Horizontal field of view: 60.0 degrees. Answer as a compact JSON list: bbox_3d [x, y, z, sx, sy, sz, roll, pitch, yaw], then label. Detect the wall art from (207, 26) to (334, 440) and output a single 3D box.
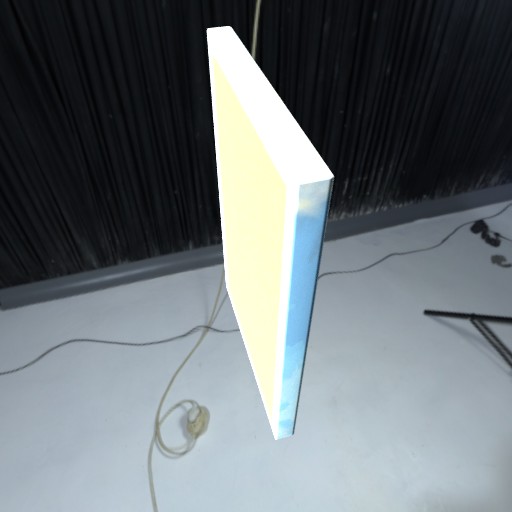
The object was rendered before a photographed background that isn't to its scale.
[{"bbox_3d":[0.000,0.000,0.764,0.038,0.610,0.401,-12,48,-11],"label":"wall art"}]
